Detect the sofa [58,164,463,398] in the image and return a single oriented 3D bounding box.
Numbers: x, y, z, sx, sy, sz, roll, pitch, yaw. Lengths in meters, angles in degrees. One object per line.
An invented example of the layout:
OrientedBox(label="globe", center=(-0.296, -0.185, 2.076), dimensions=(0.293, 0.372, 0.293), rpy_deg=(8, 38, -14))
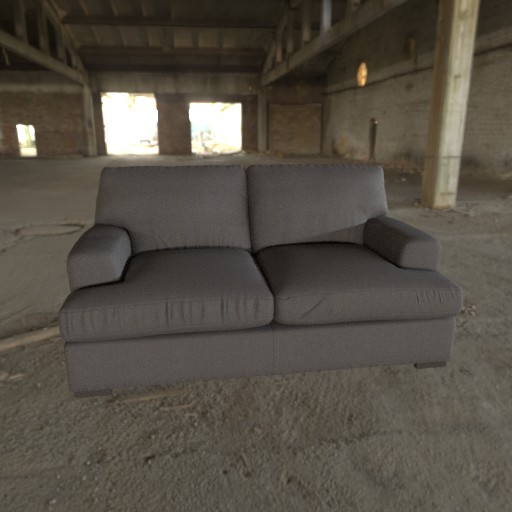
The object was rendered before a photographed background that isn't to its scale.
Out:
OrientedBox(label="sofa", center=(0.000, 0.000, 2.449), dimensions=(1.880, 0.940, 1.143), rpy_deg=(-2, 16, -9))
